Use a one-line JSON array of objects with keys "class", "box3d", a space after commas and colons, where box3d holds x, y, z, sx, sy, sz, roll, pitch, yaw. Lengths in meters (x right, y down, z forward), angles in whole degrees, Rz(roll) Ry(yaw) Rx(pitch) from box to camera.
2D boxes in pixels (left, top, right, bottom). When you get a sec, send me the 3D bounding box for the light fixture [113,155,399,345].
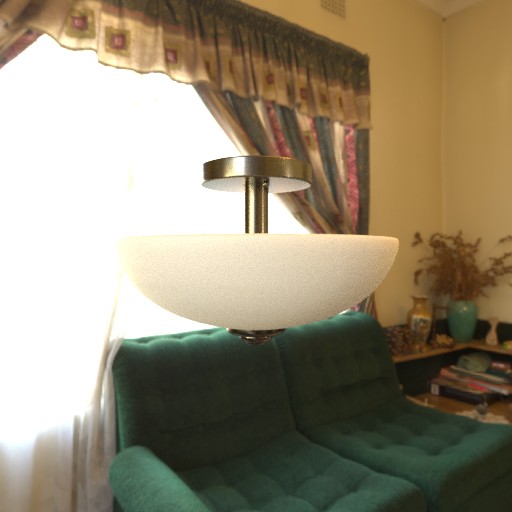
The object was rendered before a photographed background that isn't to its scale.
[{"class": "light fixture", "box3d": [0.000, 0.000, 0.537, 0.330, 0.214, 0.330, 0, 0, 0]}]
